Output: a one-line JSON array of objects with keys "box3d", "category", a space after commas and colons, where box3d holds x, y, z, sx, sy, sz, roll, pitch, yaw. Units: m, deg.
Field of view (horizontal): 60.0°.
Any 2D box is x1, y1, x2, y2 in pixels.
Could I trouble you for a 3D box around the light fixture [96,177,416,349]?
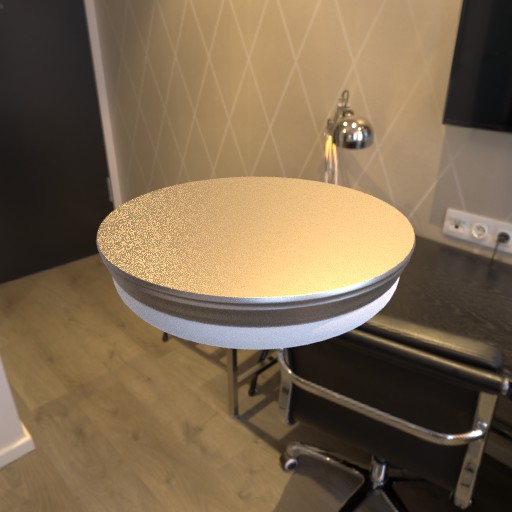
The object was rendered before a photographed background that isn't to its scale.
[{"box3d": [0.000, 0.000, 0.557, 0.368, 0.100, 0.368, 0, 26, 0], "category": "light fixture"}]
